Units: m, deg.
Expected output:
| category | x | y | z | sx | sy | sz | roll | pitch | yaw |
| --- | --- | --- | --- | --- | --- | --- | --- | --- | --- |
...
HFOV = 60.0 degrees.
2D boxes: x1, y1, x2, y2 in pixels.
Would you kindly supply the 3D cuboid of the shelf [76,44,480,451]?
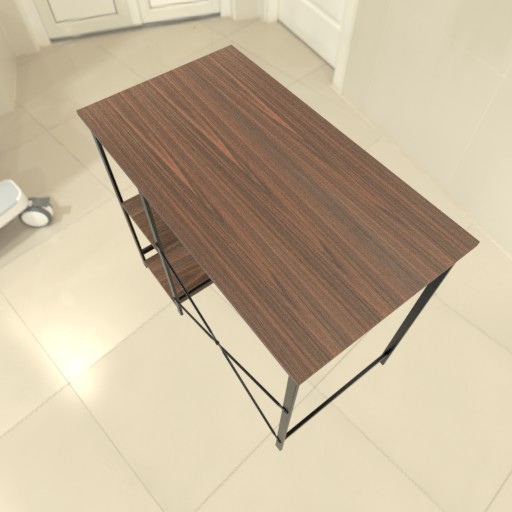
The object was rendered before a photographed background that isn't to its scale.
| category | x | y | z | sx | sy | sz | roll | pitch | yaw |
| --- | --- | --- | --- | --- | --- | --- | --- | --- | --- |
| shelf | 0.000 | 0.000 | 1.358 | 0.498 | 0.750 | 0.902 | -32 | 62 | -19 |
